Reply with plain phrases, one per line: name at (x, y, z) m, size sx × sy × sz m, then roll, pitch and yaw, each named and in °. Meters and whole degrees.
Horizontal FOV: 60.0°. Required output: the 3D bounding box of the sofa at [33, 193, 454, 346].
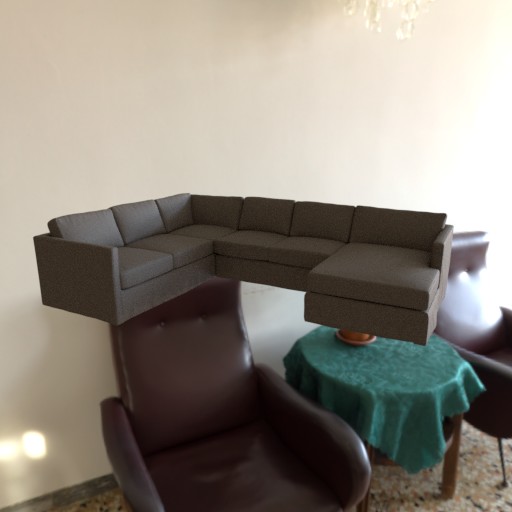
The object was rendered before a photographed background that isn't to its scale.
sofa at (0.000, 0.000, 4.439) m, size 3.460 × 0.882 × 2.427 m, roll 8°, pitch 17°, yaw 27°
